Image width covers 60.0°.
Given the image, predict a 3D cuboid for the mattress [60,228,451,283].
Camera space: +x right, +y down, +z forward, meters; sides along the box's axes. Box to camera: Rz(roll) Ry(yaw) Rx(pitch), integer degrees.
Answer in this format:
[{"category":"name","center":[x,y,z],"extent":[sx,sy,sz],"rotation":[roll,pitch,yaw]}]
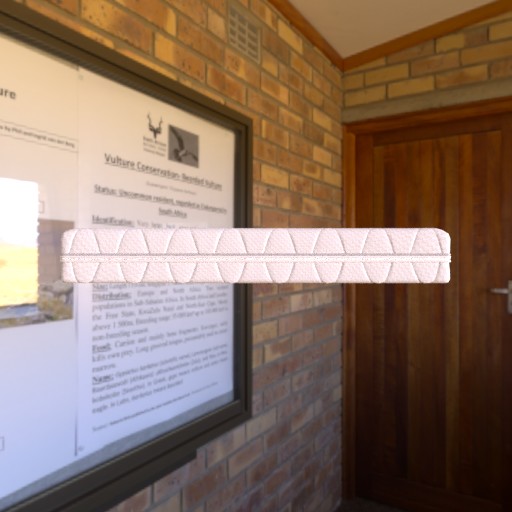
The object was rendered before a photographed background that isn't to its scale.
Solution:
[{"category":"mattress","center":[0.000,0.000,2.571],"extent":[1.400,0.200,2.000],"rotation":[0,0,0]}]
